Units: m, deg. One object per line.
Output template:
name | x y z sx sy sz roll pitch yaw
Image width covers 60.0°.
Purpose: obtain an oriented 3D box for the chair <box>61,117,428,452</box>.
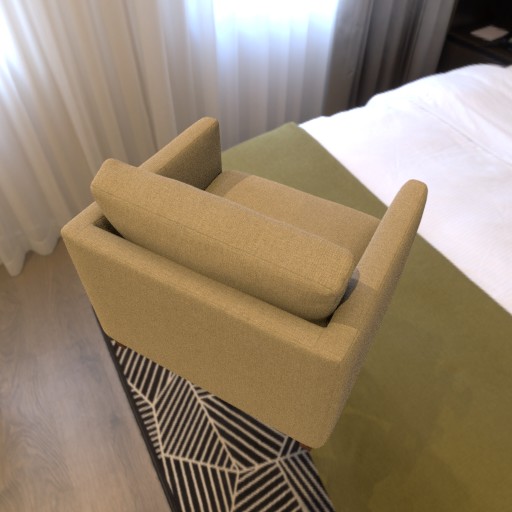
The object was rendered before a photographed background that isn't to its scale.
chair | 0.000 0.000 1.849 1.107 0.963 0.959 22 51 20
